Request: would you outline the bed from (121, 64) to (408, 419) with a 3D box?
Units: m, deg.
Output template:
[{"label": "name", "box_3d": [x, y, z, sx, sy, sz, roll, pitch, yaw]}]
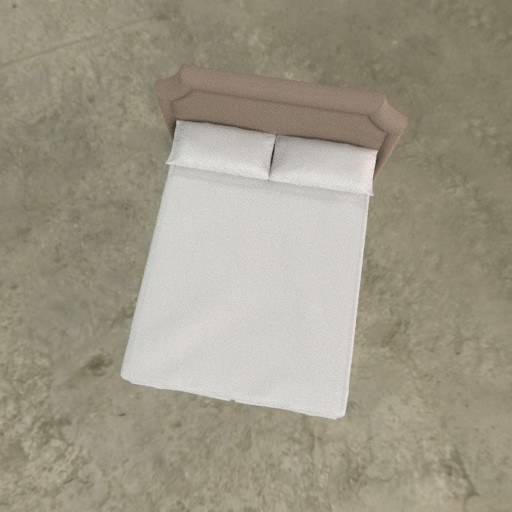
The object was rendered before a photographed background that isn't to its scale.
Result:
[{"label": "bed", "box_3d": [0.000, 0.000, 3.295, 1.828, 1.303, 2.164, 9, 75, 2]}]
